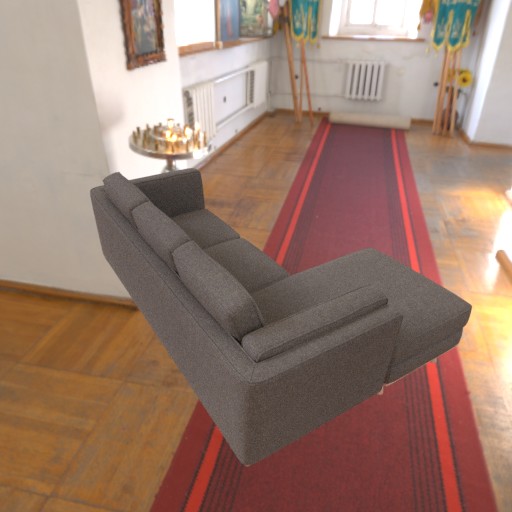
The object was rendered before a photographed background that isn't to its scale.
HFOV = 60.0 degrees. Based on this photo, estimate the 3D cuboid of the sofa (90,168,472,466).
[{"bbox_3d":[0.000,0.000,3.084,1.604,0.929,2.411,-18,35,-27],"label":"sofa"}]
